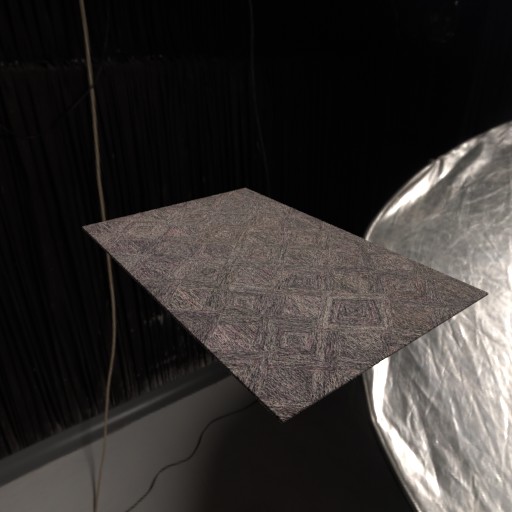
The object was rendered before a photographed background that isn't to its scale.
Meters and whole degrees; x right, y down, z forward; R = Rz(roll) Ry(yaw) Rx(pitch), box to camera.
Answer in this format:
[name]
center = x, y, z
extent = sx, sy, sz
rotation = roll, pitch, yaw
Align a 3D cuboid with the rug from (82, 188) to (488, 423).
[rug]
center = 0.000, 0.000, 2.871
extent = 1.501, 0.017, 2.298
rotation = -19, 33, -33
